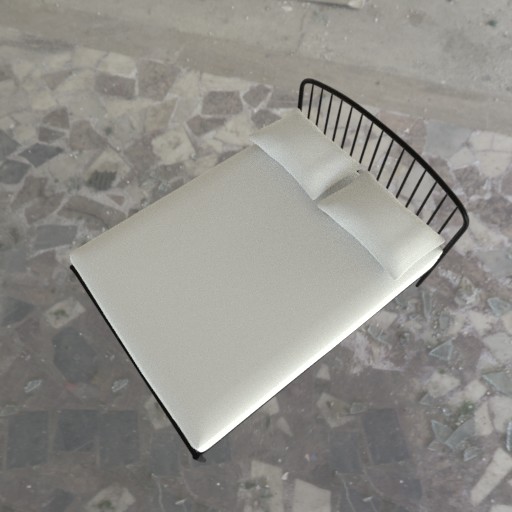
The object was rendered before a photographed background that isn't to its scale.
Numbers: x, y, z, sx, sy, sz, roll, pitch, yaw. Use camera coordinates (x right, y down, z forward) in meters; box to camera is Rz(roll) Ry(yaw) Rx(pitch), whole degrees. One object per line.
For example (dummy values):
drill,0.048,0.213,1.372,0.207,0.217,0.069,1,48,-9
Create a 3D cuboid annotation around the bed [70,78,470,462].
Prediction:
bed,0.000,0.000,3.096,2.159,1.166,1.618,-35,68,-16
